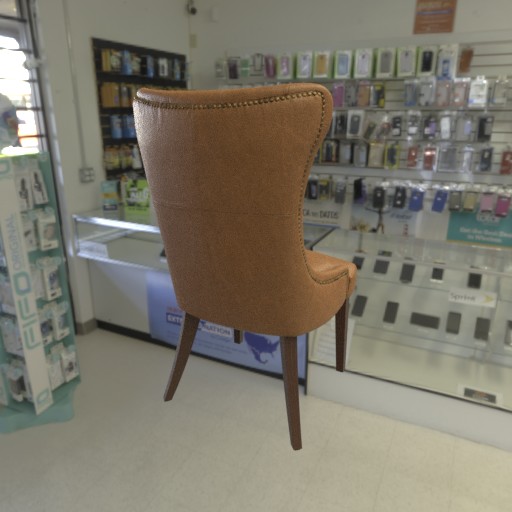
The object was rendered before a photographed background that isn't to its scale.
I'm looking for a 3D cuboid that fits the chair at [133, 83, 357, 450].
[{"bbox_3d":[0.000,0.000,1.509,0.611,1.065,0.669,10,20,27],"label":"chair"}]
